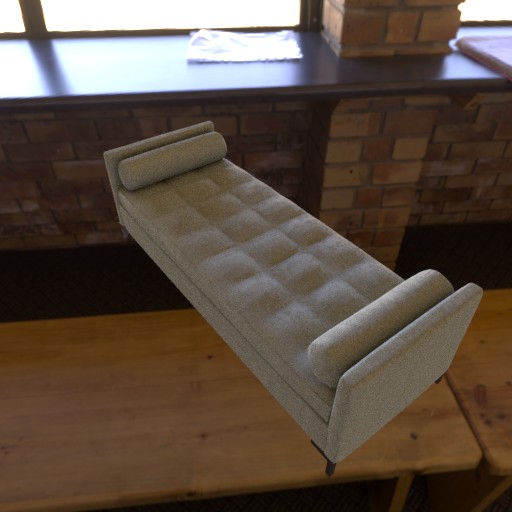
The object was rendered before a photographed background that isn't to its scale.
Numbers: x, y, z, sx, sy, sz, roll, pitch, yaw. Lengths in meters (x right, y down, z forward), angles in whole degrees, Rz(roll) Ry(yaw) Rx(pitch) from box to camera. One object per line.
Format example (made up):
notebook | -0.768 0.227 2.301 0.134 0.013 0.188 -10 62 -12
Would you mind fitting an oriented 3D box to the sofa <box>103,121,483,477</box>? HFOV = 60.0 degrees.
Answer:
sofa | 0.000 0.000 2.456 0.797 0.657 2.102 -26 47 -27
